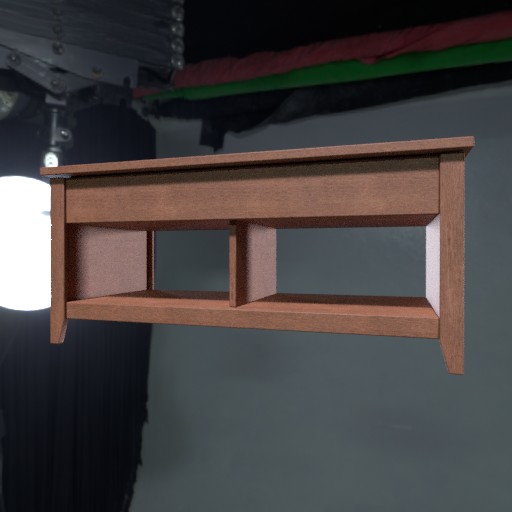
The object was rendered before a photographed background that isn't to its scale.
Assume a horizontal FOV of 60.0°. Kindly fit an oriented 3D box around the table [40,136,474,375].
[{"bbox_3d":[0.000,0.000,1.219,1.016,0.457,0.483,0,0,18],"label":"table"}]
